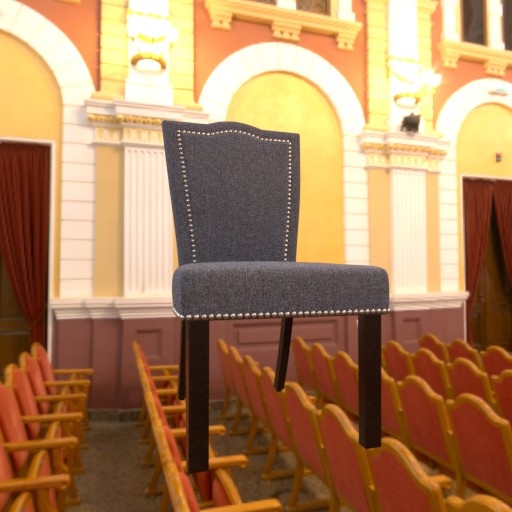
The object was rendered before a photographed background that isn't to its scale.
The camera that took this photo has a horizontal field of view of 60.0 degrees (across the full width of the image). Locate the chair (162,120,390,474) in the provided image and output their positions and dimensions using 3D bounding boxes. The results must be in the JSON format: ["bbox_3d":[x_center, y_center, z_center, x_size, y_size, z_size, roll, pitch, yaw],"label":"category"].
[{"bbox_3d":[0.000,0.000,1.282,0.518,0.946,0.589,1,-2,-18],"label":"chair"}]
